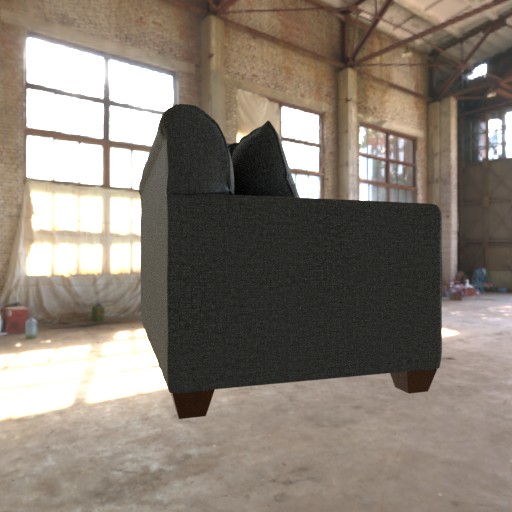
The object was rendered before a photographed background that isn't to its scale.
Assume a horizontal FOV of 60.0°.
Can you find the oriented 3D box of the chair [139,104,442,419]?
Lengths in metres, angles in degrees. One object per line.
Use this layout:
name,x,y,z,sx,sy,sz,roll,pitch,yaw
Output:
chair,0.000,0.000,2.048,1.000,0.948,1.383,0,0,-18
